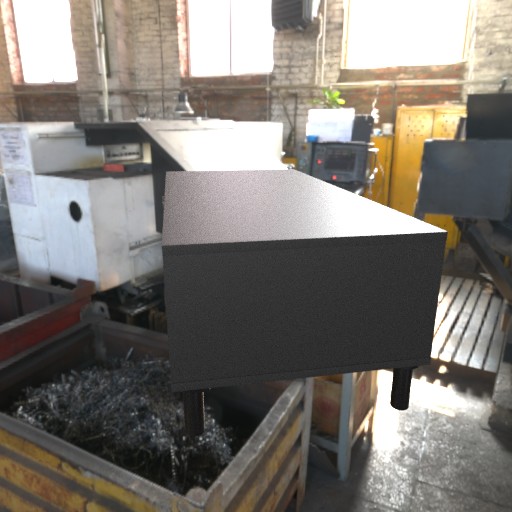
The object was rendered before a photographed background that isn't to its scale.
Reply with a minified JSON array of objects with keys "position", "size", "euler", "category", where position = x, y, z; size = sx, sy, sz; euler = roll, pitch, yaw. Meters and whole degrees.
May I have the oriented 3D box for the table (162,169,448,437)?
[{"position":[0.000,0.000,1.358],"size":[0.550,0.400,1.100],"euler":[-3,17,-10],"category":"table"}]
